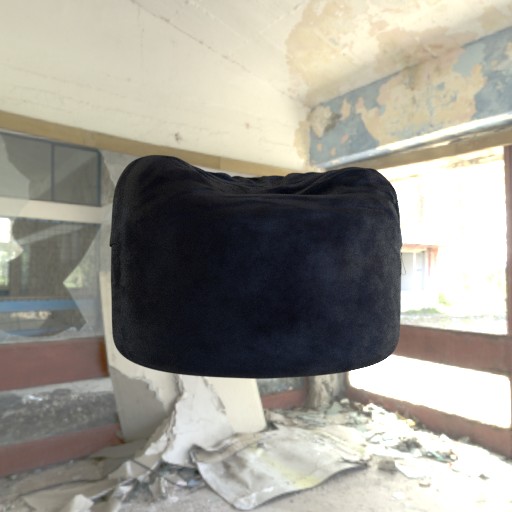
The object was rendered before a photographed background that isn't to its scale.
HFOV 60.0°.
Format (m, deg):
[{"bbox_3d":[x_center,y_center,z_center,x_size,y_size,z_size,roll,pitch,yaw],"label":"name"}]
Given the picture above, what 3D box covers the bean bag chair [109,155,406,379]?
[{"bbox_3d":[0.000,0.000,1.465,0.918,0.616,0.918,0,-2,0],"label":"bean bag chair"}]
